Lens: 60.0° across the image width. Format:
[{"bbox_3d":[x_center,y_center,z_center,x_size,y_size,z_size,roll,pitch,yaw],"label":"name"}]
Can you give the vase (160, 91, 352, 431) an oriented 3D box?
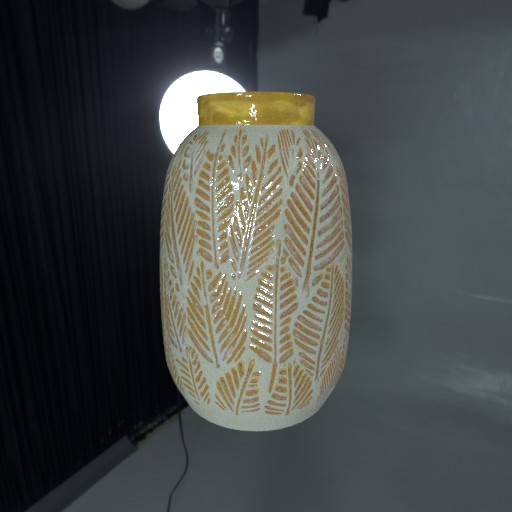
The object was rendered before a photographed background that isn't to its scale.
[{"bbox_3d":[0.000,0.000,0.398,0.172,0.270,0.172,0,15,0],"label":"vase"}]
